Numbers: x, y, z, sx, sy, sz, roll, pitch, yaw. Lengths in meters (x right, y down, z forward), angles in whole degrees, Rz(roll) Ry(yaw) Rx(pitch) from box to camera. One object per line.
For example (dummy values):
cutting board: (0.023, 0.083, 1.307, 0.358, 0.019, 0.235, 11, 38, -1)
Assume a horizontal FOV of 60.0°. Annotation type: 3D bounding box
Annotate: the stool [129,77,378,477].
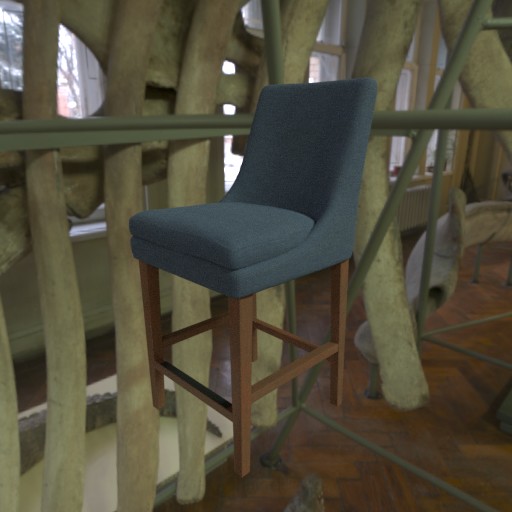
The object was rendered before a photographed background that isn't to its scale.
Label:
stool: (0.000, 0.000, 1.299, 0.577, 0.981, 0.470, -16, 23, -42)
